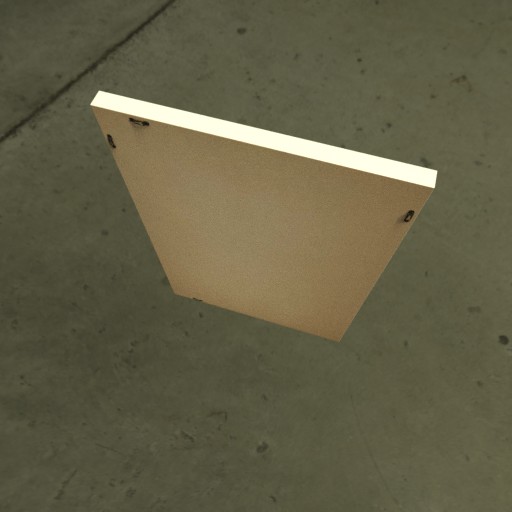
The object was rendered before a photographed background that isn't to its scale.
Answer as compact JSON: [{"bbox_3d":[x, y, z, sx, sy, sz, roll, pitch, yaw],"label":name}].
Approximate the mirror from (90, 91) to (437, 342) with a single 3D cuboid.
[{"bbox_3d":[0.000,0.000,1.166,0.609,0.914,0.041,15,65,8],"label":"mirror"}]
